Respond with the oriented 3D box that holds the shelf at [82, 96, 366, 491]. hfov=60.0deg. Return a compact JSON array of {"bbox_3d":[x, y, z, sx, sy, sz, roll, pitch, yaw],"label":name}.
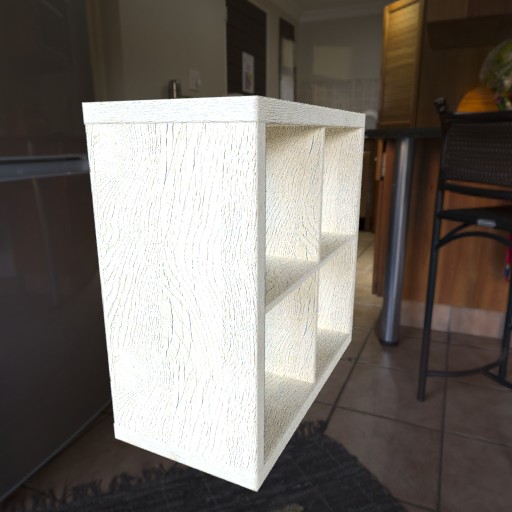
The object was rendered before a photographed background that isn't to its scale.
[{"bbox_3d":[0.000,0.000,1.253,0.390,0.786,0.790,7,17,25],"label":"shelf"}]
